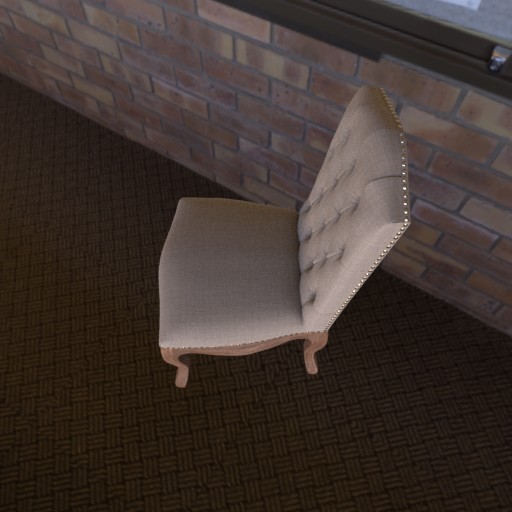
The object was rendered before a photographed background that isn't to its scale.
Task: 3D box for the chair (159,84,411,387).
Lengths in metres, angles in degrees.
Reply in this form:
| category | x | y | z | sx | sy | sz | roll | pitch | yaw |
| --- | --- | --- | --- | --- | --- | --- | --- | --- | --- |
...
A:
| category | x | y | z | sx | sy | sz | roll | pitch | yaw |
| --- | --- | --- | --- | --- | --- | --- | --- | --- | --- |
| chair | 0.000 | 0.000 | 1.586 | 0.731 | 1.191 | 0.637 | 1 | 59 | 1 |
